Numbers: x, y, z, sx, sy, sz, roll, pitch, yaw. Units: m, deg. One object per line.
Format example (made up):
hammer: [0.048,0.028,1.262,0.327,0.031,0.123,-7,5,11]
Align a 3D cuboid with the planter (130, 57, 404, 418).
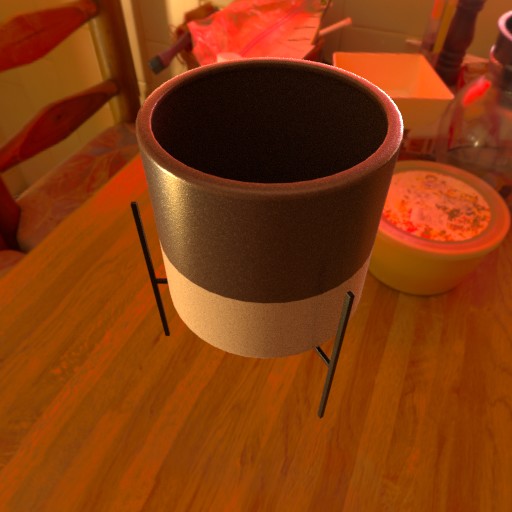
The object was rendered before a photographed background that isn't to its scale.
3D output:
planter: [0.000,0.000,0.511,0.260,0.353,0.250,-5,47,-5]
